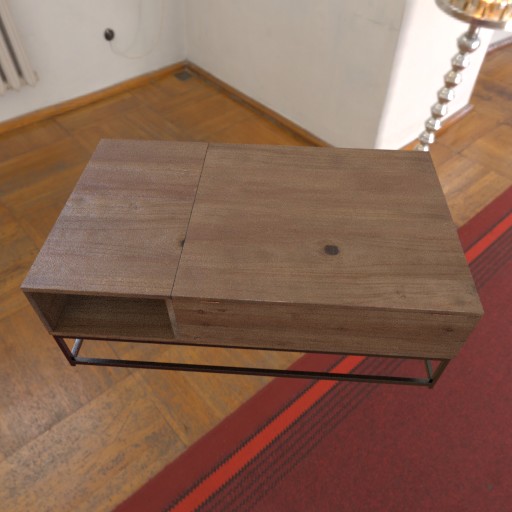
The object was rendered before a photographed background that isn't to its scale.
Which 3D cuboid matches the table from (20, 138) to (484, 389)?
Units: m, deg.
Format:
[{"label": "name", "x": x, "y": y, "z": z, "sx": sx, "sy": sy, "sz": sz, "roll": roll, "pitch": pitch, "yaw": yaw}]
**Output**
[{"label": "table", "x": 0.000, "y": 0.000, "z": 1.410, "sx": 1.101, "sy": 0.395, "sz": 0.655, "roll": 3, "pitch": 47, "yaw": 3}]
